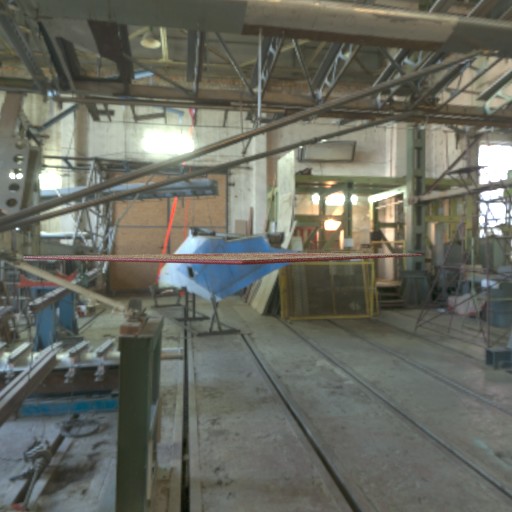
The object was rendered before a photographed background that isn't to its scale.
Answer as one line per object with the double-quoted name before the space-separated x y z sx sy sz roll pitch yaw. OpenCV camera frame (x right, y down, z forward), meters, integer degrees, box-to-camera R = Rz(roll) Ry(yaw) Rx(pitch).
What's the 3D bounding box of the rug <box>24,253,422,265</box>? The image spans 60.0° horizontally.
"rug" 0.000 0.000 2.311 1.194 0.013 1.802 1 1 36
